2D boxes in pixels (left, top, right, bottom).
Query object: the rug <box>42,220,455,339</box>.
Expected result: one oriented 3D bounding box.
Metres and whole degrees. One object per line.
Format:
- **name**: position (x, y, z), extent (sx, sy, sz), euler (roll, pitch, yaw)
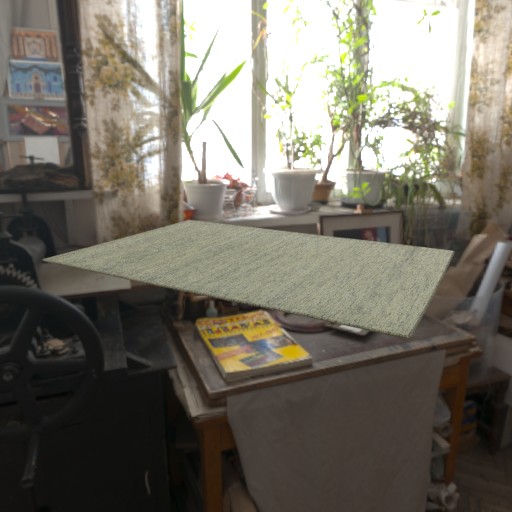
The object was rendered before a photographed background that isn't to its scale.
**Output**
- **rug**: position (0.000, 0.000, 2.374), extent (1.846, 0.014, 1.243), euler (9, 18, 28)
